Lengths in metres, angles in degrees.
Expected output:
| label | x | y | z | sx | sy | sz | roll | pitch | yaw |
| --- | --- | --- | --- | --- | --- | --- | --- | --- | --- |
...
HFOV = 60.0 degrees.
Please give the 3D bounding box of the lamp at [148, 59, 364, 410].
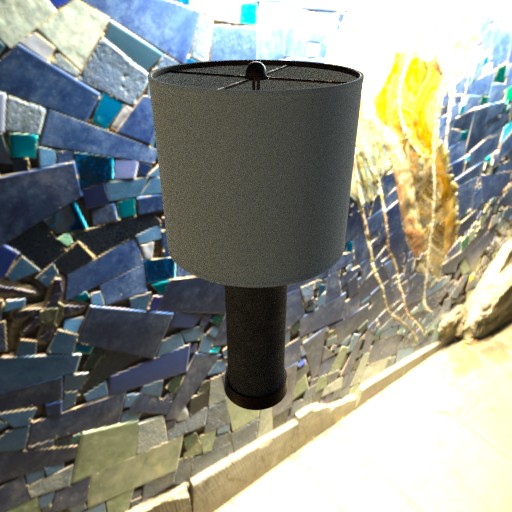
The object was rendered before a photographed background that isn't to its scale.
| label | x | y | z | sx | sy | sz | roll | pitch | yaw |
| --- | --- | --- | --- | --- | --- | --- | --- | --- | --- |
| lamp | 0.000 | 0.000 | 0.779 | 0.301 | 0.630 | 0.301 | -11 | 32 | -19 |
